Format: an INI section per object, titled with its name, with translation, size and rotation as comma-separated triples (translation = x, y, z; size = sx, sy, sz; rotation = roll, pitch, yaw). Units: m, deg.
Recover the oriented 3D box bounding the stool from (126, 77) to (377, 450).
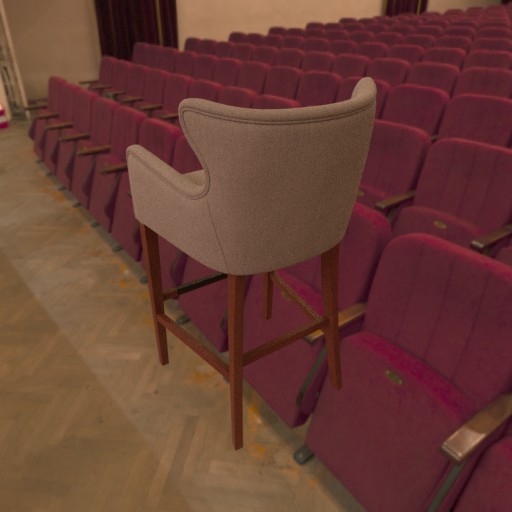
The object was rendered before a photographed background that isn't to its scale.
[stool]
translation = 0.000, 0.000, 1.399
size = 0.575, 1.047, 0.575
rotation = -19, 35, -30
